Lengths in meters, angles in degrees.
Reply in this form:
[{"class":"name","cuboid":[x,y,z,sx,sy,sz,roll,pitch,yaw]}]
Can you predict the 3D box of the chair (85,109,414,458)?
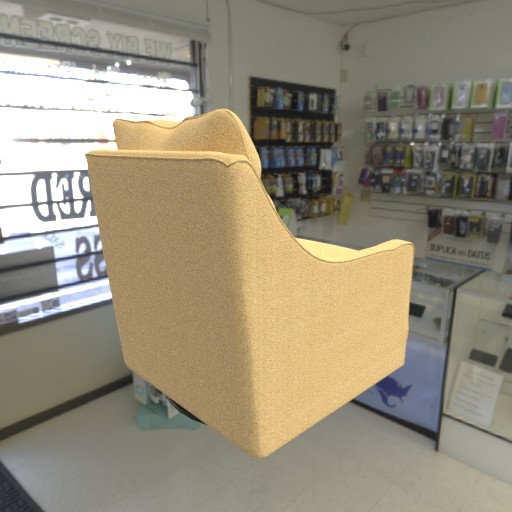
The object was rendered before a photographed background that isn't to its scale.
[{"class":"chair","cuboid":[0.000,0.000,1.562,0.876,0.927,0.760,-13,19,-42]}]
